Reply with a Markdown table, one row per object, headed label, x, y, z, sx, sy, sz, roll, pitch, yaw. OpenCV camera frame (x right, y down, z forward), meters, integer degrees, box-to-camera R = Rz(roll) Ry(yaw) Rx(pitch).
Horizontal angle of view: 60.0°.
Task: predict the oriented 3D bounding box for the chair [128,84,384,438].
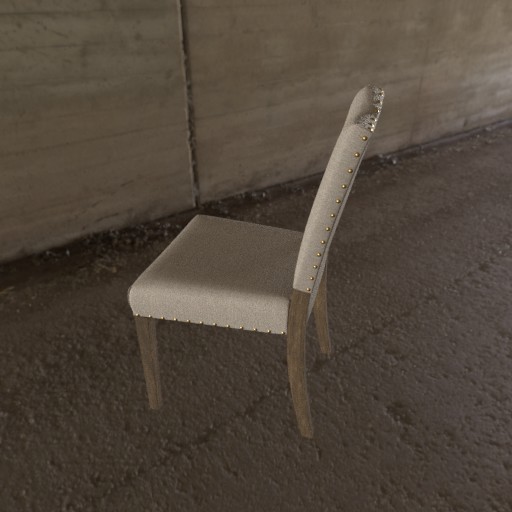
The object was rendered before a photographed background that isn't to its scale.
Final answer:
| label | x | y | z | sx | sy | sz | roll | pitch | yaw |
| --- | --- | --- | --- | --- | --- | --- | --- | --- | --- |
| chair | 0.000 | 0.000 | 1.361 | 0.620 | 1.020 | 0.508 | 9 | 33 | 14 |
